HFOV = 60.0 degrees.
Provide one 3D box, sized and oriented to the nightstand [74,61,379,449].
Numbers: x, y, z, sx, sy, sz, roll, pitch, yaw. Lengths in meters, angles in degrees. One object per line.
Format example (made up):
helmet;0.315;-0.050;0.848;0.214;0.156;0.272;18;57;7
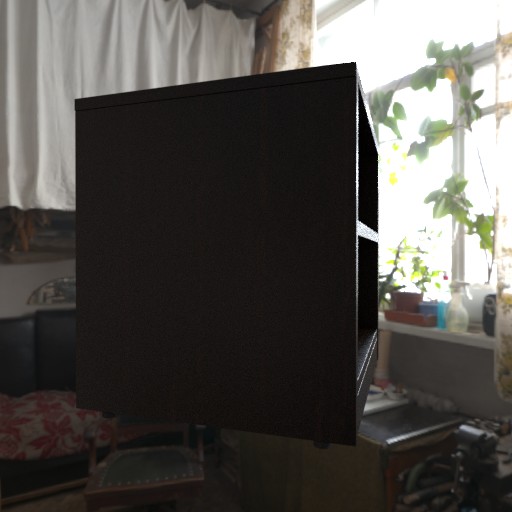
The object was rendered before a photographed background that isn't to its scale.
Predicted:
nightstand;0.000;0.000;0.849;0.427;0.487;0.489;0;0;19
